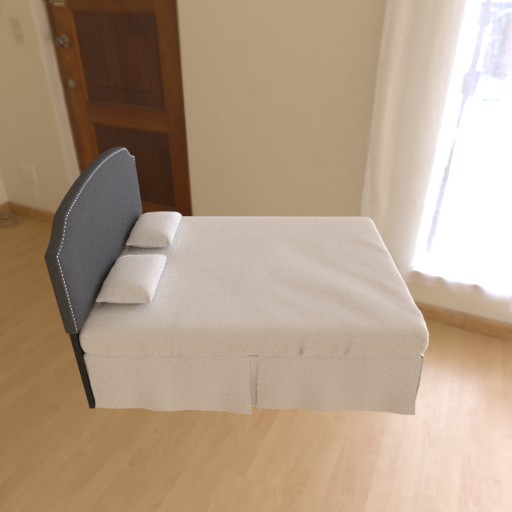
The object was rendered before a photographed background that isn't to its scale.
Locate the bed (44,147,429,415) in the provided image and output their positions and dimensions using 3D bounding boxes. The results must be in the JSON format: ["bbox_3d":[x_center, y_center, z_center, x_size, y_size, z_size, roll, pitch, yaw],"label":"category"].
[{"bbox_3d":[0.000,0.000,2.958,1.999,1.270,1.558,0,31,0],"label":"bed"}]
